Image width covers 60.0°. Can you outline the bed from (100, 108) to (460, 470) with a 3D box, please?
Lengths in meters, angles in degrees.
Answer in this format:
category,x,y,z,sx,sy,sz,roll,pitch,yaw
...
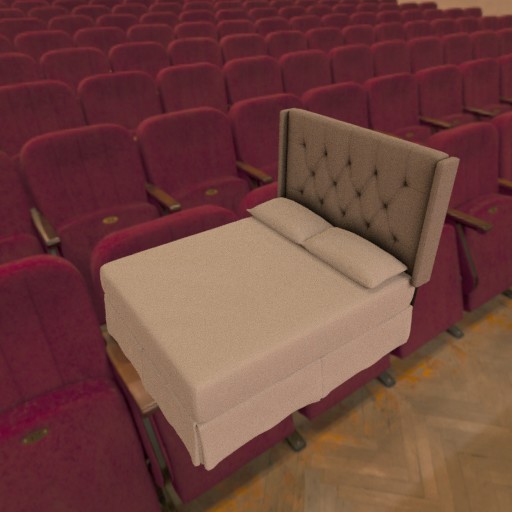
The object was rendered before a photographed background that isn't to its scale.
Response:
category,x,y,z,sx,sy,sz,roll,pitch,yaw
bed,0.000,0.000,3.411,2.066,1.665,1.719,-21,37,-30
